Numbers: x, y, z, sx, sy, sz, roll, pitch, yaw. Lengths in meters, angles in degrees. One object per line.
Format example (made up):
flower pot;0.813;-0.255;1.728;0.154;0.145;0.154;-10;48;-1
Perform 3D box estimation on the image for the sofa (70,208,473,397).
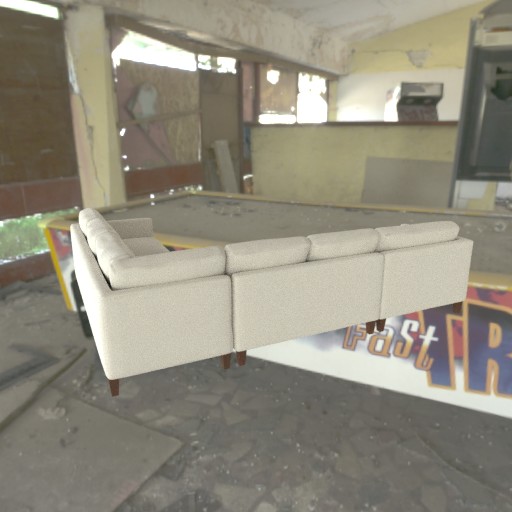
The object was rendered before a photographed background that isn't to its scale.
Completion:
sofa;0.000;0.000;4.688;3.459;0.956;2.593;-8;17;-25
